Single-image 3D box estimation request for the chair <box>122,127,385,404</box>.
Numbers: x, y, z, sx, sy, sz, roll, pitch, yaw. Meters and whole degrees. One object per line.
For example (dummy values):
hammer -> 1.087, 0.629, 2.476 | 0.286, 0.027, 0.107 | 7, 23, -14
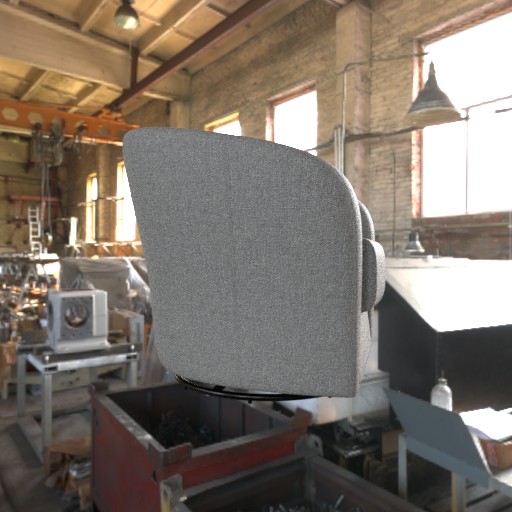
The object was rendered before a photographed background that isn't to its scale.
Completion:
chair -> 0.000, 0.000, 1.456 | 0.815, 0.771, 0.791 | 0, 0, 18
